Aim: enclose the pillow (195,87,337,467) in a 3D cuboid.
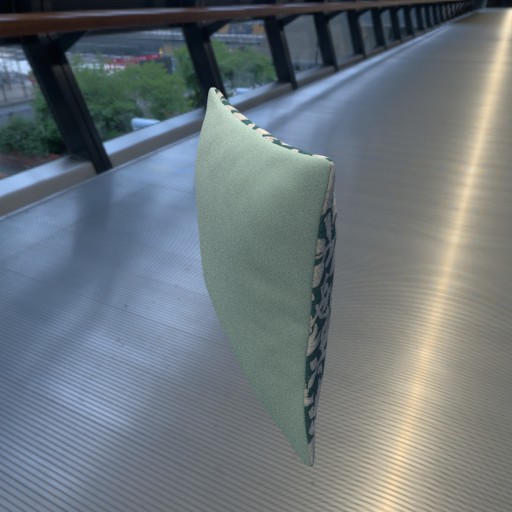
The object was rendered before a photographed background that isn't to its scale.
[{"bbox_3d":[0.000,0.000,0.806,0.166,0.508,0.525,-9,31,-16],"label":"pillow"}]
